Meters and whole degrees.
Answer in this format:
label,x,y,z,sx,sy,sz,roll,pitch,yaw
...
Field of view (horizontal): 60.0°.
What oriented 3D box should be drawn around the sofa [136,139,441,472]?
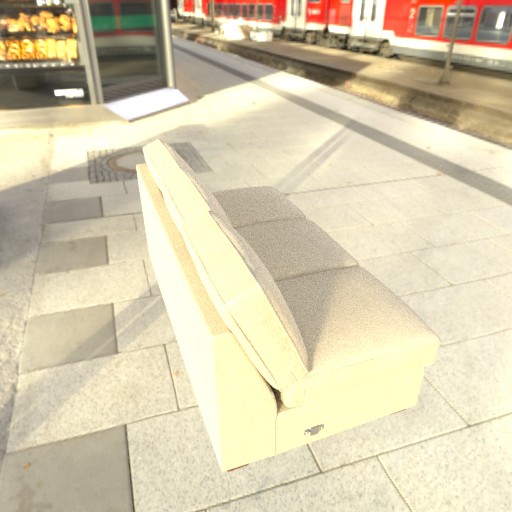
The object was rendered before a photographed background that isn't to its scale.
label,x,y,z,sx,sy,sz,roll,pitch,yaw
sofa,0.000,0.000,2.524,1.027,0.973,1.962,-11,32,-18
